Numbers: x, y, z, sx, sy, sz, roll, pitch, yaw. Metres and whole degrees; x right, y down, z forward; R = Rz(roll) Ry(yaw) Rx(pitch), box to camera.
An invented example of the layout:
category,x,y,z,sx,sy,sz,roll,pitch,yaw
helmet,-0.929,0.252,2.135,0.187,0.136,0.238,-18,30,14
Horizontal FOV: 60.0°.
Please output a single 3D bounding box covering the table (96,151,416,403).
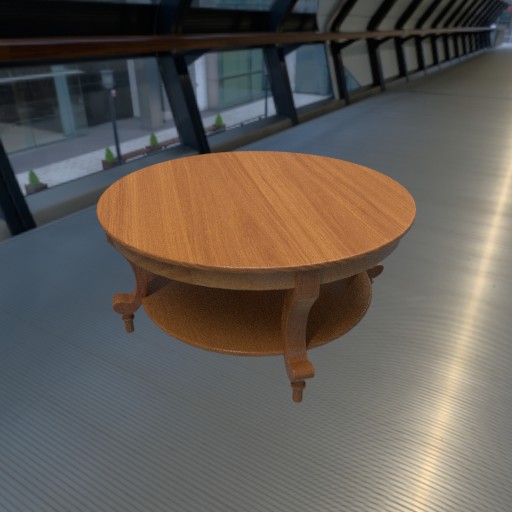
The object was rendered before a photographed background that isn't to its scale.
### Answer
category,x,y,z,sx,sy,sz,roll,pitch,yaw
table,0.000,0.000,1.603,1.029,0.490,1.029,0,28,0
